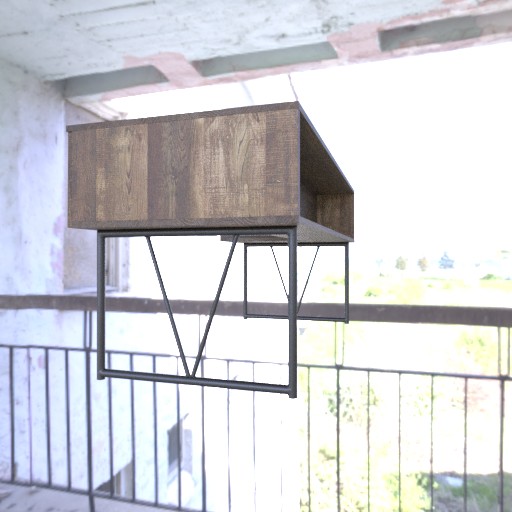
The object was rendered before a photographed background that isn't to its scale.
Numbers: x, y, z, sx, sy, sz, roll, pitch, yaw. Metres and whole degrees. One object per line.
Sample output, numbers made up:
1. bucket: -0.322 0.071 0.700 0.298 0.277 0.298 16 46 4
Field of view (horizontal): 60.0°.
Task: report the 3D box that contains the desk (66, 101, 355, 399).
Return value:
1. desk: 0.000 0.000 1.989 0.730 0.780 1.600 0 0 17
